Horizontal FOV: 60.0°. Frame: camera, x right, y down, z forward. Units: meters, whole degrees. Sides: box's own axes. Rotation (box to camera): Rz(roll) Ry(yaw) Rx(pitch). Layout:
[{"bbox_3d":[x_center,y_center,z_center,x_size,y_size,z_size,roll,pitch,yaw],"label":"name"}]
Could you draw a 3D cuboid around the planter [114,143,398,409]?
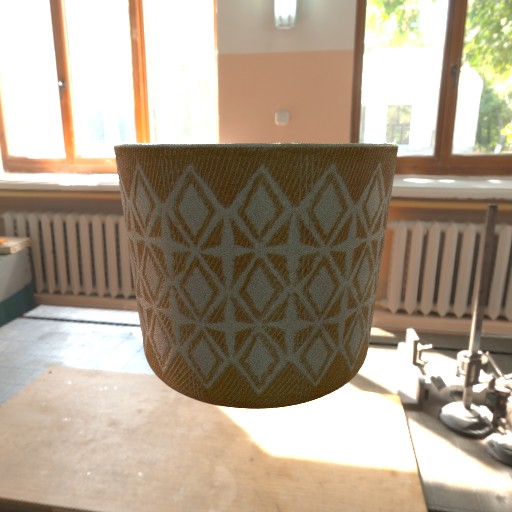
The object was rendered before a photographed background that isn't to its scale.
[{"bbox_3d":[0.000,0.000,0.334,0.193,0.165,0.193,0,14,0],"label":"planter"}]
